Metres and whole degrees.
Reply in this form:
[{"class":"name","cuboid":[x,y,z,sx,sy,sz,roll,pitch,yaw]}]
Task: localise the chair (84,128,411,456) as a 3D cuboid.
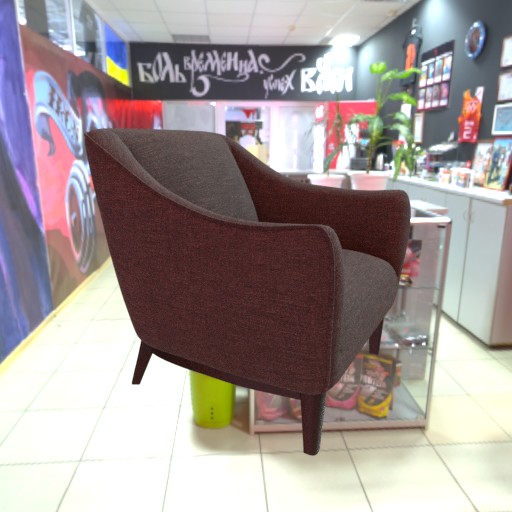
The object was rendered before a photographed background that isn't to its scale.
[{"class":"chair","cuboid":[0.000,0.000,1.495,0.851,0.829,0.870,8,16,28]}]
